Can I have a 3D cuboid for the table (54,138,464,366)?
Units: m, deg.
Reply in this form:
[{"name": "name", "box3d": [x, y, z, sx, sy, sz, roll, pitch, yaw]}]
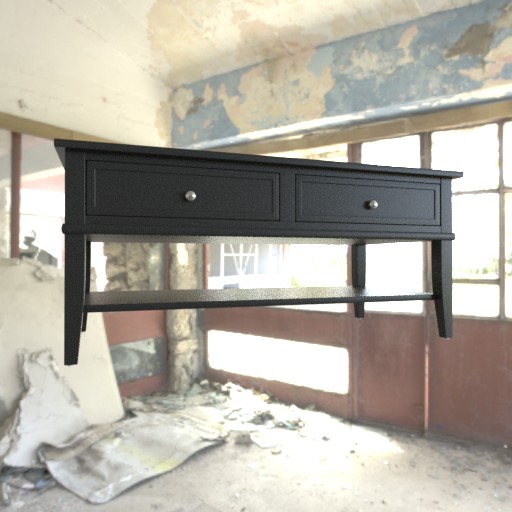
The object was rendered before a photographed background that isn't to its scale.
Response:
[{"name": "table", "box3d": [0.000, 0.000, 1.311, 1.044, 0.470, 0.523, 0, 0, -19]}]
